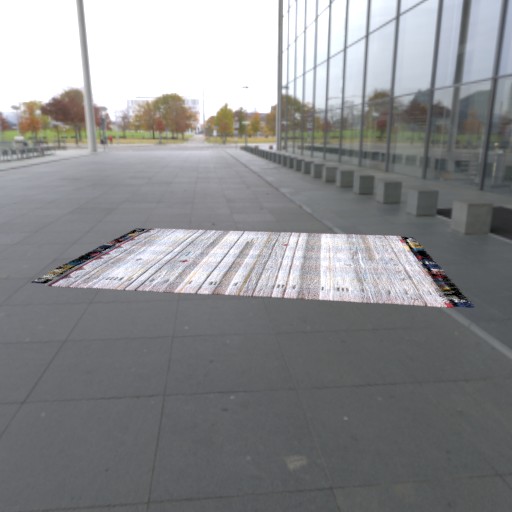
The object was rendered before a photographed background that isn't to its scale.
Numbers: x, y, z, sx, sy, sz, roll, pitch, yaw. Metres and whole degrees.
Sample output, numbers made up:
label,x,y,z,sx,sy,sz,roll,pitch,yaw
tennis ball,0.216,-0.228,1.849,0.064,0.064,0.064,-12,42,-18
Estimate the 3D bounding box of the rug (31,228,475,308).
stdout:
label,x,y,z,sx,sy,sz,roll,pitch,yaw
rug,0.000,0.000,2.350,1.848,0.012,1.217,2,15,8
